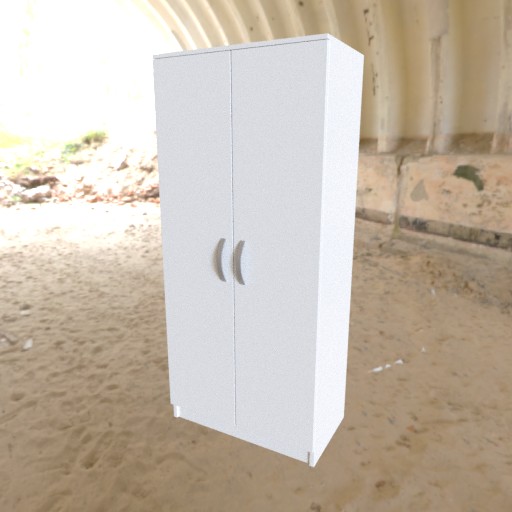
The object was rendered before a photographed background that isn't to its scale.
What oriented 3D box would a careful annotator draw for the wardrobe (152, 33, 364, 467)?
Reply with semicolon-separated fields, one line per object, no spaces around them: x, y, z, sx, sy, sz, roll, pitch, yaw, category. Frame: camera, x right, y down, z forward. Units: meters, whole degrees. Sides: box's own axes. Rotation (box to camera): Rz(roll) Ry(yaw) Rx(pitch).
0.000;0.000;2.018;0.760;1.700;0.470;8;16;28;wardrobe
